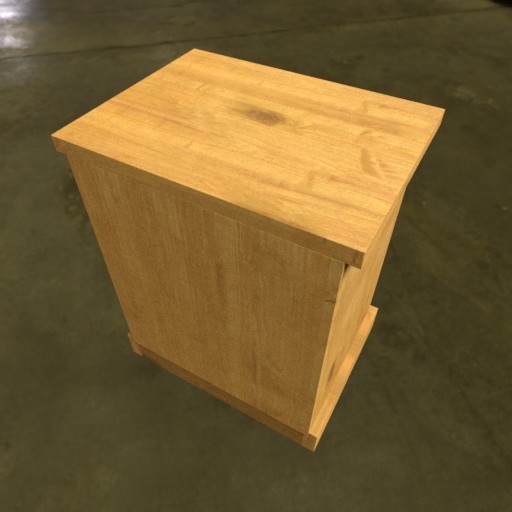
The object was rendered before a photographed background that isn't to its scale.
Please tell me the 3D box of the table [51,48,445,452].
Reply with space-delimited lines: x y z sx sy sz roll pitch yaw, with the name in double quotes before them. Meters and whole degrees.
"table" 0.000 0.000 1.216 0.660 0.813 0.500 22 50 20
